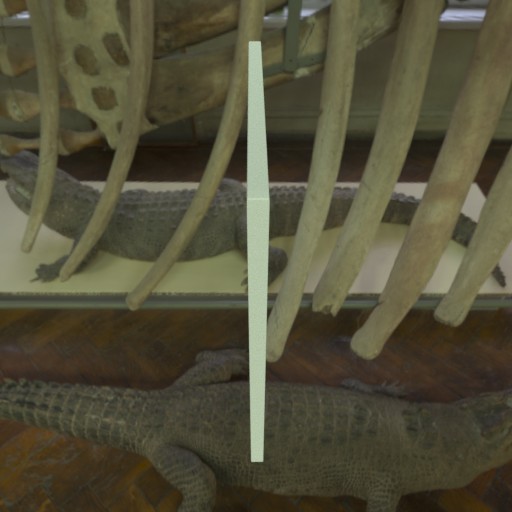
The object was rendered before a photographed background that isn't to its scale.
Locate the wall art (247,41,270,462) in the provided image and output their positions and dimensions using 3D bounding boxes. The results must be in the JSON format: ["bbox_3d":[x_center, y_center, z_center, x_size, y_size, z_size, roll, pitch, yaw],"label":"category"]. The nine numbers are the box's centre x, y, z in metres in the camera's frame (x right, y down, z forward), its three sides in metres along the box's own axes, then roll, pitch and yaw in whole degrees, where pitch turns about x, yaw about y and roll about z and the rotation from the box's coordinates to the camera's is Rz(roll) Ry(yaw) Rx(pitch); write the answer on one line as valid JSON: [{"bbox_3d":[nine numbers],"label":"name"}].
[{"bbox_3d":[0.000,0.000,0.733,0.020,0.536,0.444,0,42,0],"label":"wall art"}]
